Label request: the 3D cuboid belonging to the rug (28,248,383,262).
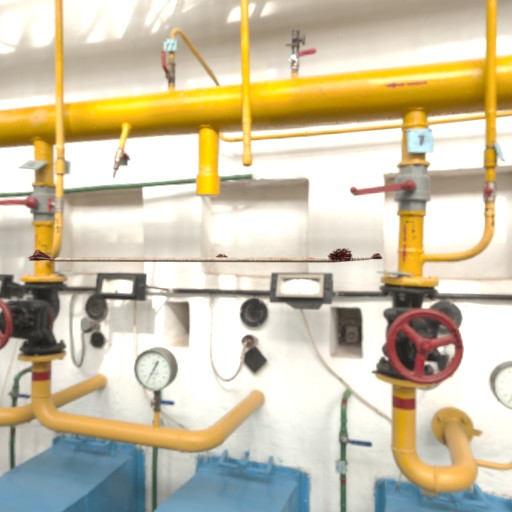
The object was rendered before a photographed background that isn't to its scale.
[{"bbox_3d":[0.000,0.000,3.333,1.741,0.066,2.672,0,0,18],"label":"rug"}]
